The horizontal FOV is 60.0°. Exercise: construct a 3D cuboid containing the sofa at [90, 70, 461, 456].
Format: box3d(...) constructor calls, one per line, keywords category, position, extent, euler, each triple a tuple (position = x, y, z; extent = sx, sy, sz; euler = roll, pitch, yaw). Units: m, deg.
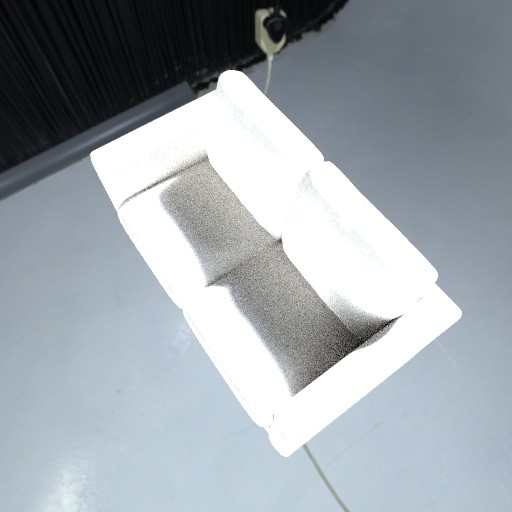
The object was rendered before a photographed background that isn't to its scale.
box3d(category="sofa", position=(0.000, 0.000, 1.925), extent=(0.796, 0.908, 1.430), euler=(-32, 68, -15))
